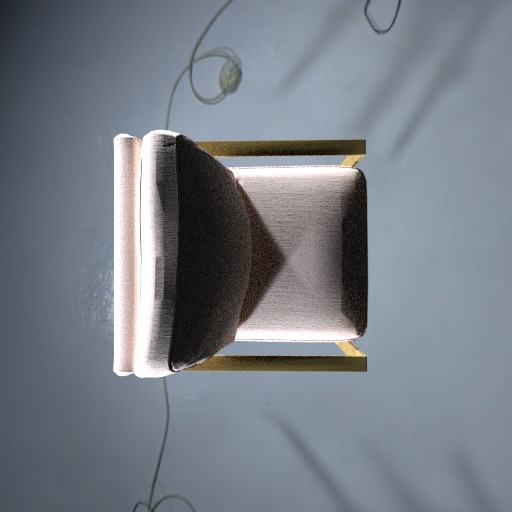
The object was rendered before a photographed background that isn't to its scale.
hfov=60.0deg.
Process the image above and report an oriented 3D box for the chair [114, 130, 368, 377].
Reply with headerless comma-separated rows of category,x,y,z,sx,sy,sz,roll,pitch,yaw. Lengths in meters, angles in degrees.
chair,0.000,0.000,1.549,0.813,0.956,0.758,0,89,0
